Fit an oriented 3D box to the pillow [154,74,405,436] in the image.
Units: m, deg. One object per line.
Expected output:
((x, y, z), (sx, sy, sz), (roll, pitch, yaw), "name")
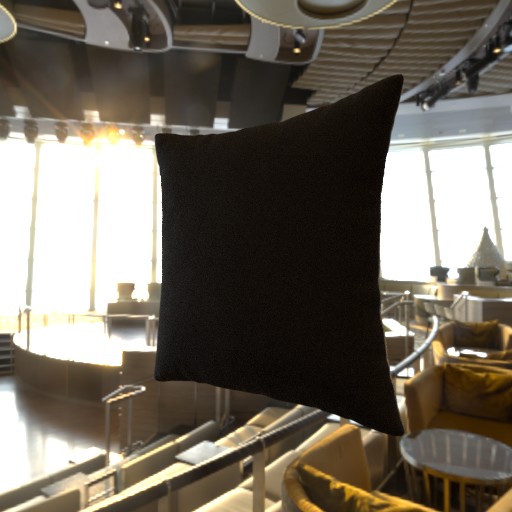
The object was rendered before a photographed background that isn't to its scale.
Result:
((0.000, 0.000, 0.767), (0.511, 0.509, 0.161), (-1, -1, 36), "pillow")
